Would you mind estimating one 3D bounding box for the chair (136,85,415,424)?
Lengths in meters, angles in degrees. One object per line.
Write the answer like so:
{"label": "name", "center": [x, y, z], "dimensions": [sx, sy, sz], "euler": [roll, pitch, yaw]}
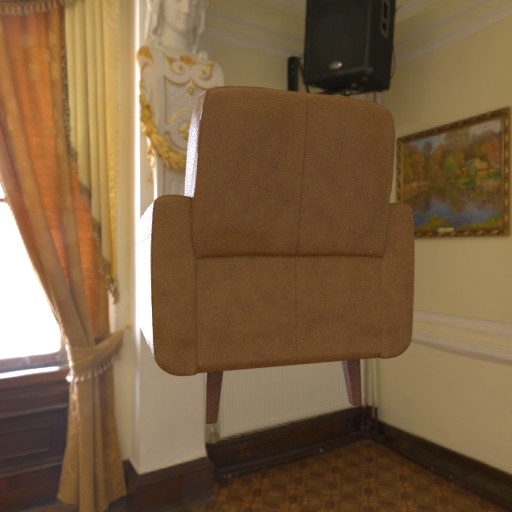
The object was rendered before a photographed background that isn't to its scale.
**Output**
{"label": "chair", "center": [0.000, 0.000, 1.686], "dimensions": [0.845, 0.968, 0.942], "euler": [0, 1, -18]}
